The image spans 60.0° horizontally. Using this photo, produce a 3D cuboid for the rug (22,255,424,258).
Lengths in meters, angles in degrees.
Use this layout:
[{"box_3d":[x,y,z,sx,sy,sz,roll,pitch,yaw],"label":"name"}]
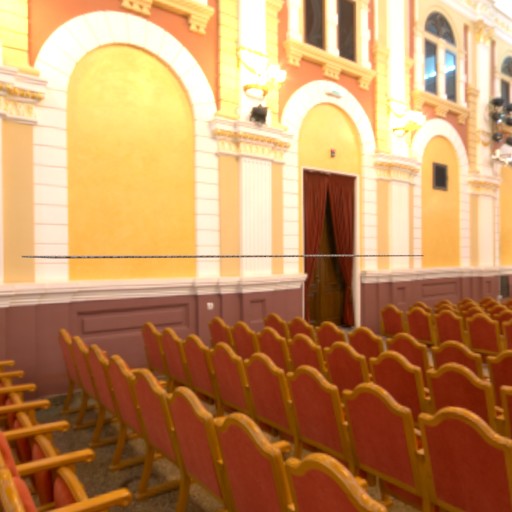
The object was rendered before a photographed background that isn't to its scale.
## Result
[{"box_3d":[0.000,0.000,2.518,2.286,0.008,0.686,0,0,-37],"label":"rug"}]
